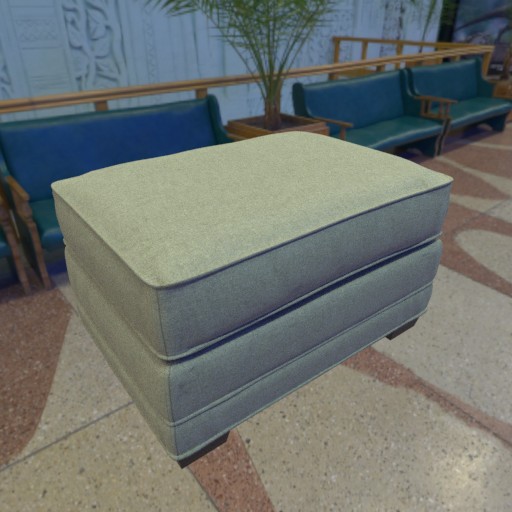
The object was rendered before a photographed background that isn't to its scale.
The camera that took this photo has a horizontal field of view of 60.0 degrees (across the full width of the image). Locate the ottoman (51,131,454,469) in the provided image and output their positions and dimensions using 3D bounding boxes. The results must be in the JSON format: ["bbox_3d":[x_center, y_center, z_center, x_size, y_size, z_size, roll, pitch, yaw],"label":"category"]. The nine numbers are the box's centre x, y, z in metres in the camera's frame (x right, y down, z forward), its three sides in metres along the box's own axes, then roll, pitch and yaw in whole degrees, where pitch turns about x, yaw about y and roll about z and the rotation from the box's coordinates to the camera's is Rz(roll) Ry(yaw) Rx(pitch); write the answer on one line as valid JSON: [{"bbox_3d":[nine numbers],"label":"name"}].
[{"bbox_3d":[0.000,0.000,1.181,0.848,0.508,0.611,-20,35,-31],"label":"ottoman"}]
